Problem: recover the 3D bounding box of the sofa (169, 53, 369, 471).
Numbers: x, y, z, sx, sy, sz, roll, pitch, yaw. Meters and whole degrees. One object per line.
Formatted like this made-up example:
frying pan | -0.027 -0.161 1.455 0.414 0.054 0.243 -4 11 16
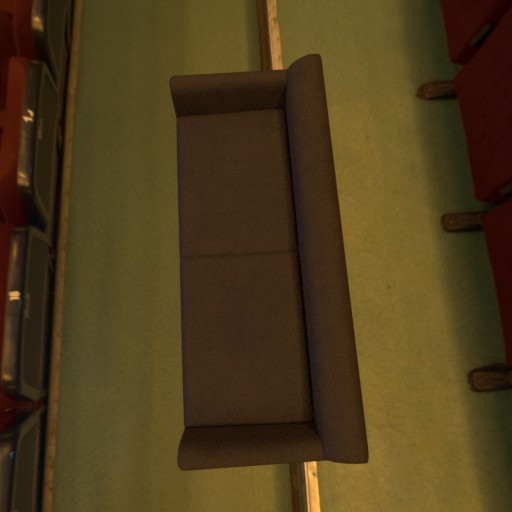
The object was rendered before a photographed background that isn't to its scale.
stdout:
sofa | 0.000 0.000 2.601 0.900 0.740 2.190 -4 76 -1
